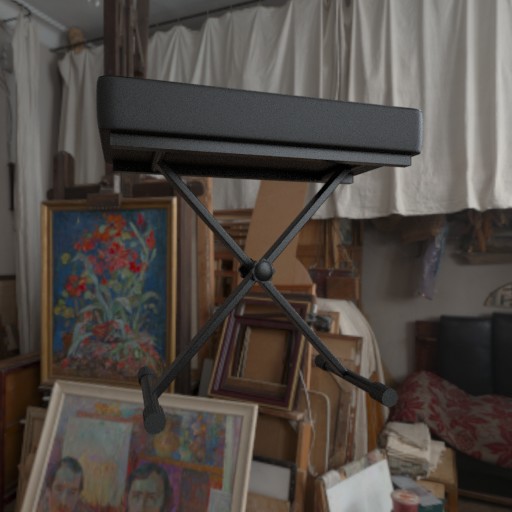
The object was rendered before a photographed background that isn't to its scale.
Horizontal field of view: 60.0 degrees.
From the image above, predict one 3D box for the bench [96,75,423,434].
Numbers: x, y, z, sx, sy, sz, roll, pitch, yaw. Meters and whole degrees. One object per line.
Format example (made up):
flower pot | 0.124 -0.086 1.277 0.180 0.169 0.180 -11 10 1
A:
bench | 0.000 0.000 0.904 0.600 0.561 0.300 0 0 -17
